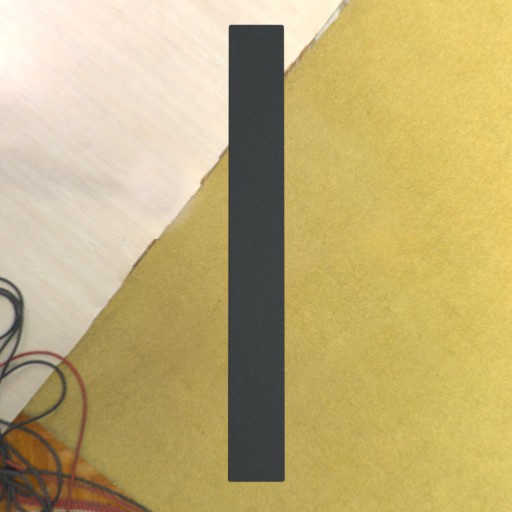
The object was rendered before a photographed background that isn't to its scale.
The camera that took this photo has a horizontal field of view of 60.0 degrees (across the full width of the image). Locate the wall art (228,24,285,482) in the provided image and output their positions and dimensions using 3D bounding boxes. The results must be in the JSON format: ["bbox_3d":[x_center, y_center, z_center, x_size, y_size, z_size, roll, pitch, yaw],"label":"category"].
[{"bbox_3d":[0.000,0.000,0.447,0.037,0.305,0.305,0,89,0],"label":"wall art"}]
